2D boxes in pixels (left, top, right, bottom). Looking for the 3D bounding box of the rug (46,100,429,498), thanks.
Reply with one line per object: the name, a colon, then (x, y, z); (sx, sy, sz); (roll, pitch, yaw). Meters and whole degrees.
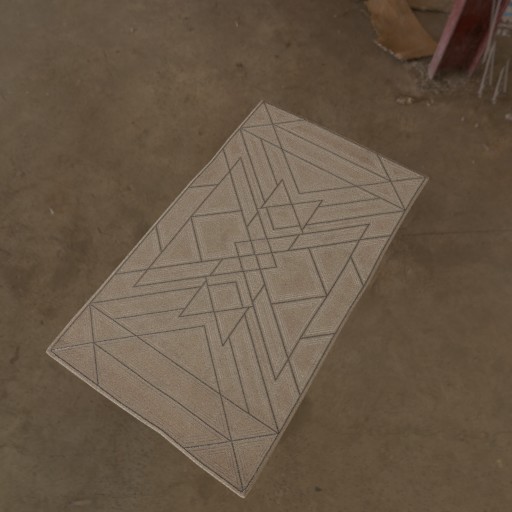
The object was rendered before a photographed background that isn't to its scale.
rug: (0.000, 0.000, 1.044); (0.511, 0.008, 0.869); (30, 67, 14)
